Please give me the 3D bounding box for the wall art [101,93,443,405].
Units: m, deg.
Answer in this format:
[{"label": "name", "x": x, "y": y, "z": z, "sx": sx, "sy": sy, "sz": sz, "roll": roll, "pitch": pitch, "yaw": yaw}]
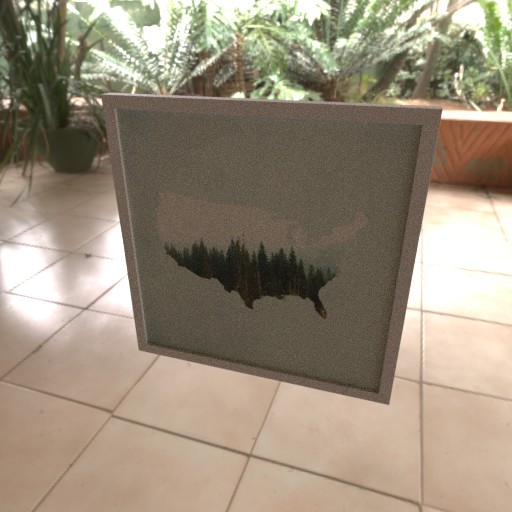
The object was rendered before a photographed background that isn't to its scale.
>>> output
[{"label": "wall art", "x": 0.000, "y": 0.000, "z": 1.138, "sx": 0.762, "sy": 0.762, "sz": 0.038, "roll": 8, "pitch": 28, "yaw": 16}]
